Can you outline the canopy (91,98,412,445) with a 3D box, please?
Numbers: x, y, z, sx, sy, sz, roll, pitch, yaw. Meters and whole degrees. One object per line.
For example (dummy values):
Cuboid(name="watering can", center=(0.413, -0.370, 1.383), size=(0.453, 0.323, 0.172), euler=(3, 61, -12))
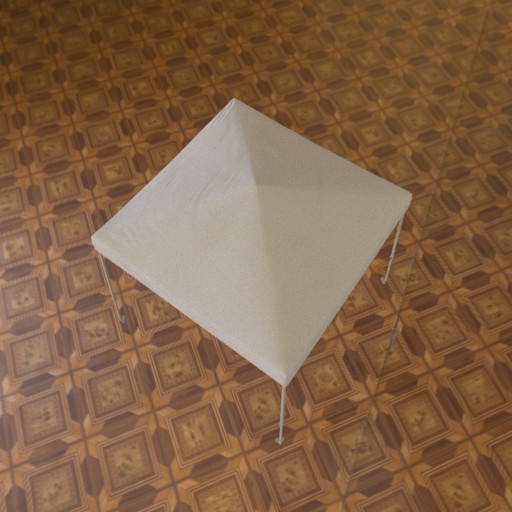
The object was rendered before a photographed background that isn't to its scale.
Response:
Cuboid(name="canopy", center=(0.000, 0.000, 6.710), size=(3.599, 3.600, 3.600), euler=(33, 68, 15))
